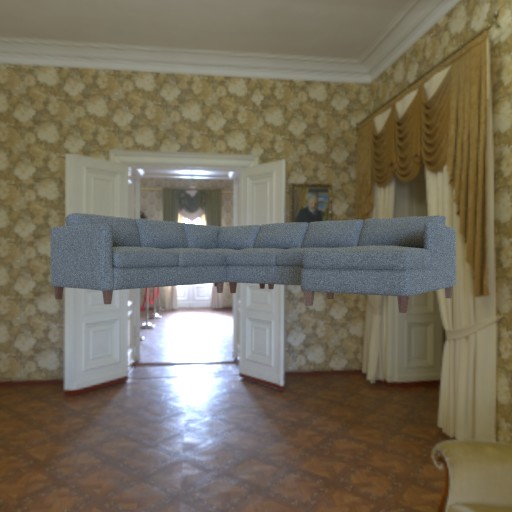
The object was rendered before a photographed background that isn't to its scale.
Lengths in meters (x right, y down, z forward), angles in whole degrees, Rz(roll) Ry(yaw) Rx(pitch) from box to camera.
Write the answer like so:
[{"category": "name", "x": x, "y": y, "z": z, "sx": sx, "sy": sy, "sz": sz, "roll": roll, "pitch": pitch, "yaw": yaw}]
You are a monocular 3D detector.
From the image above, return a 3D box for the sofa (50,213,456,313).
[{"category": "sofa", "x": 0.000, "y": 0.000, "z": 4.424, "sx": 3.238, "sy": 0.853, "sz": 2.551, "roll": 0, "pitch": 0, "yaw": 36}]
